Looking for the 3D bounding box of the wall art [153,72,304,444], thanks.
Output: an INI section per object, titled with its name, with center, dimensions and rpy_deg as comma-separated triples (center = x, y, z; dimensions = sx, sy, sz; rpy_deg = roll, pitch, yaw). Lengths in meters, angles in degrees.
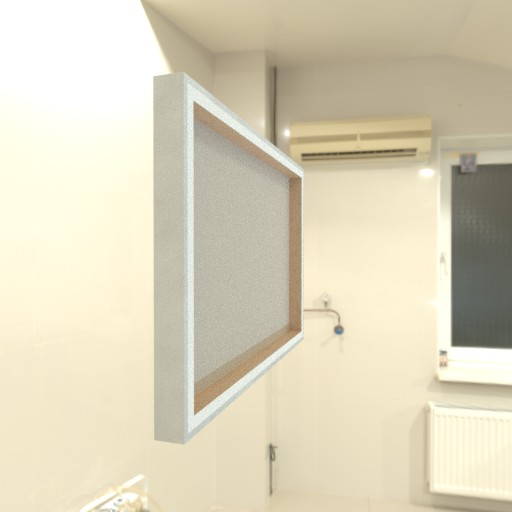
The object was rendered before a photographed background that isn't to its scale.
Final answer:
[wall art]
center = 0.000, 0.000, 0.778
dimensions = 0.038, 0.407, 0.609
rpy_deg = 0, 1, 18
